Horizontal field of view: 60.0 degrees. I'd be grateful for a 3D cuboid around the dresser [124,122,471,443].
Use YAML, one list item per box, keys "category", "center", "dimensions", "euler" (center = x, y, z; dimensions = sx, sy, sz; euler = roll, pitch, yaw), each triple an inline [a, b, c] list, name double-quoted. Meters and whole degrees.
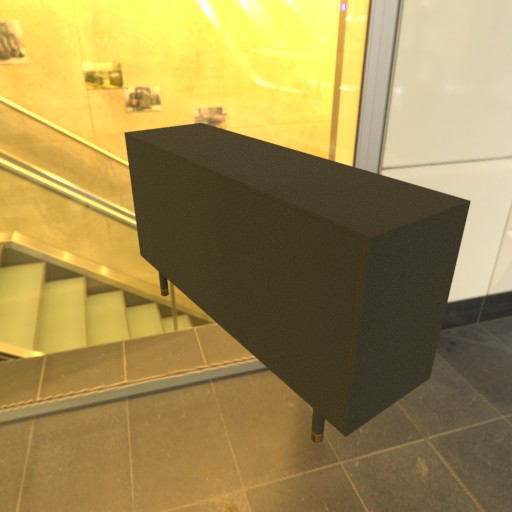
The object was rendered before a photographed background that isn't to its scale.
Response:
- category: "dresser"
  center: [0.000, 0.000, 1.946]
  dimensions: [0.463, 0.872, 1.558]
  euler: [-18, 32, -32]
